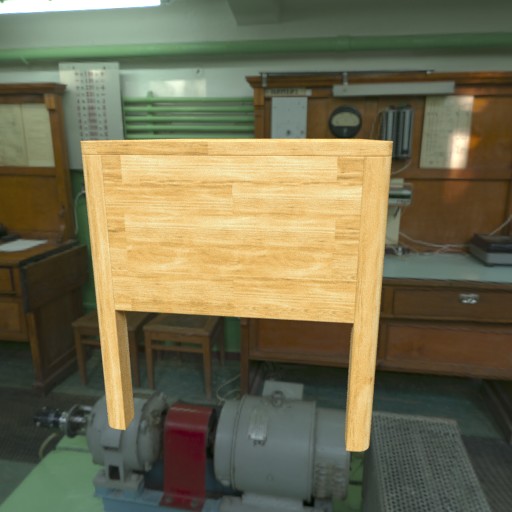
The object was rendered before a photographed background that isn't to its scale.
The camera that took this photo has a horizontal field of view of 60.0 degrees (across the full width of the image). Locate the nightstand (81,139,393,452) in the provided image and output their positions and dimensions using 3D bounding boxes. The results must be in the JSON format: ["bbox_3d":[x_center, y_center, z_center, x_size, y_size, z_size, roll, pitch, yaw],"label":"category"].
[{"bbox_3d":[0.000,0.000,0.927,0.440,0.470,0.560,2,15,8],"label":"nightstand"}]
